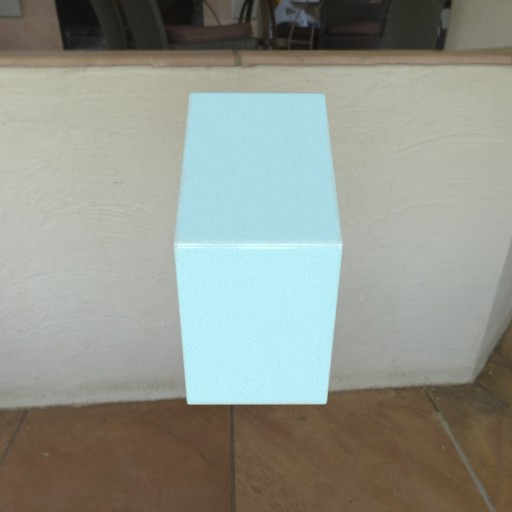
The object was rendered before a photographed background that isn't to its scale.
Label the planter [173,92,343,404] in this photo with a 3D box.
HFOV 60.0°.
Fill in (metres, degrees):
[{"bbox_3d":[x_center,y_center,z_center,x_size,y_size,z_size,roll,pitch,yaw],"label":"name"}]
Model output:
[{"bbox_3d":[0.000,0.000,0.296,0.078,0.207,0.169,0,26,0],"label":"planter"}]
